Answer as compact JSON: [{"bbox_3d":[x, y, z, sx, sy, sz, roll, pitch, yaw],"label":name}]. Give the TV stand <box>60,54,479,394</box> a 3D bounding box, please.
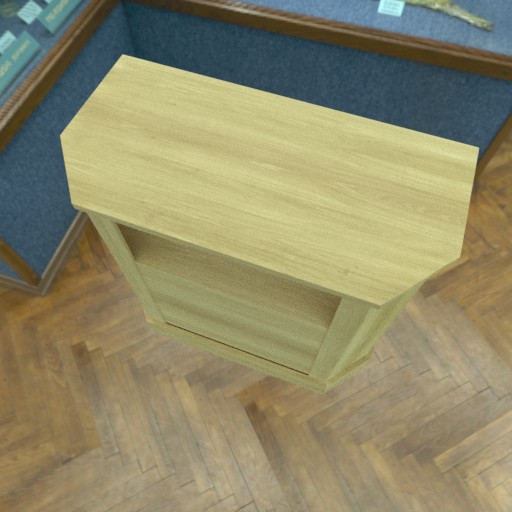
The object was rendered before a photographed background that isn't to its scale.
[{"bbox_3d":[0.000,0.000,1.258,0.851,0.781,0.425,18,63,9],"label":"TV stand"}]
